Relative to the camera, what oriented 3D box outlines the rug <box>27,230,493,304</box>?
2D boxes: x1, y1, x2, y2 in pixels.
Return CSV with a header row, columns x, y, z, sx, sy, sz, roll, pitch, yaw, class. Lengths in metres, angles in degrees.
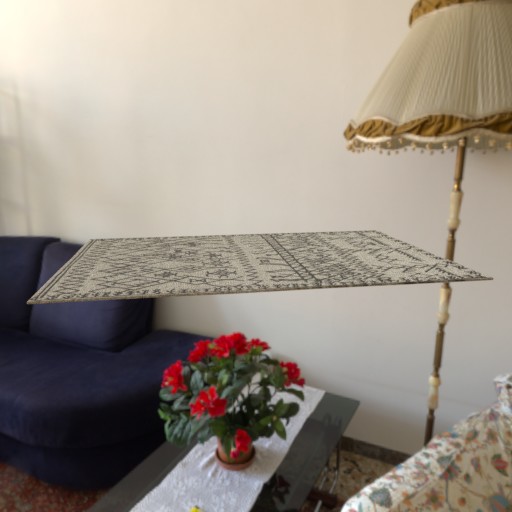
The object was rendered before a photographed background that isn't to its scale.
x,y,z,sx,sy,sz,roll,pitch,yaw,class
0.000,0.000,4.713,3.824,0.019,2.393,-2,14,-9,rug
